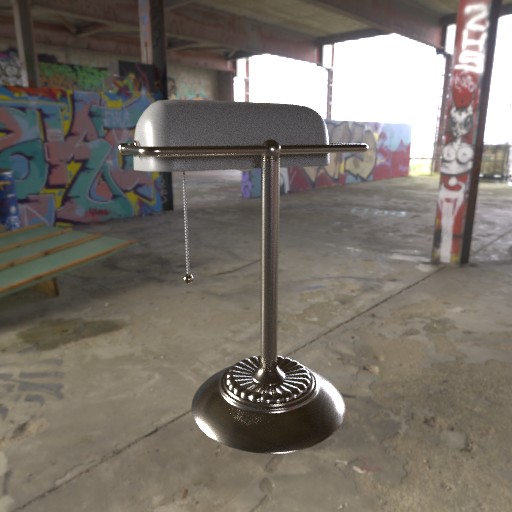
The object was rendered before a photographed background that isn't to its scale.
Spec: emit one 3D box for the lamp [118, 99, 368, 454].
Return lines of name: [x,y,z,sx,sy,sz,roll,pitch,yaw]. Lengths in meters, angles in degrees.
lamp: [0.000,0.000,0.504,0.264,0.339,0.243,-8,17,-26]
